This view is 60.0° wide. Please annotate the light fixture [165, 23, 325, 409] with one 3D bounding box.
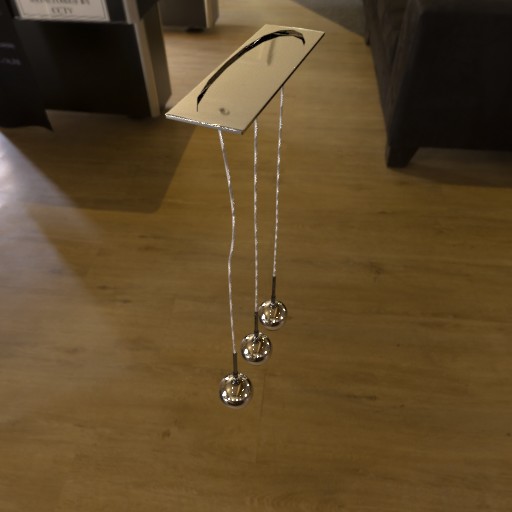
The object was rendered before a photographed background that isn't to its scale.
[{"bbox_3d":[0.000,0.000,1.658,0.188,1.408,0.623,17,48,15],"label":"light fixture"}]
